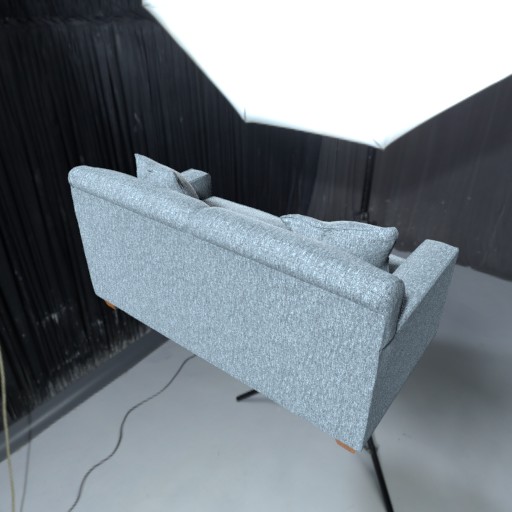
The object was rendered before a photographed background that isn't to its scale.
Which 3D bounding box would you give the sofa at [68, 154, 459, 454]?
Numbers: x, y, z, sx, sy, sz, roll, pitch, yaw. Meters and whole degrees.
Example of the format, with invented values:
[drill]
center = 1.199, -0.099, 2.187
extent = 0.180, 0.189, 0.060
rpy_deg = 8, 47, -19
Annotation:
[sofa]
center = 0.000, 0.000, 2.435
extent = 1.846, 0.958, 0.998
rpy_deg = 22, 37, 32
